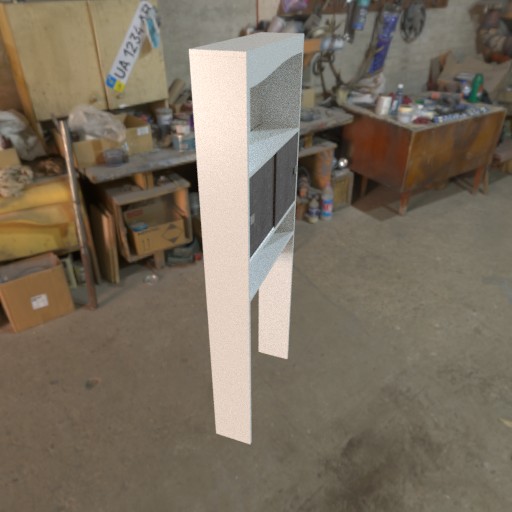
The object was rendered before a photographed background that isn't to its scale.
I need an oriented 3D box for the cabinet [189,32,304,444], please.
[{"bbox_3d":[0.000,0.000,2.014,0.192,1.770,0.643,11,33,17],"label":"cabinet"}]
